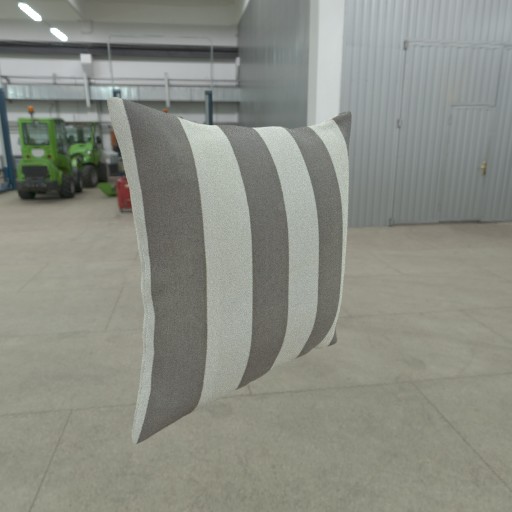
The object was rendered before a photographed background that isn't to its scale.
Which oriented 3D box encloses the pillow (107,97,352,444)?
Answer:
[{"bbox_3d":[0.000,0.000,0.785,0.522,0.507,0.192,-14,20,-42],"label":"pillow"}]
